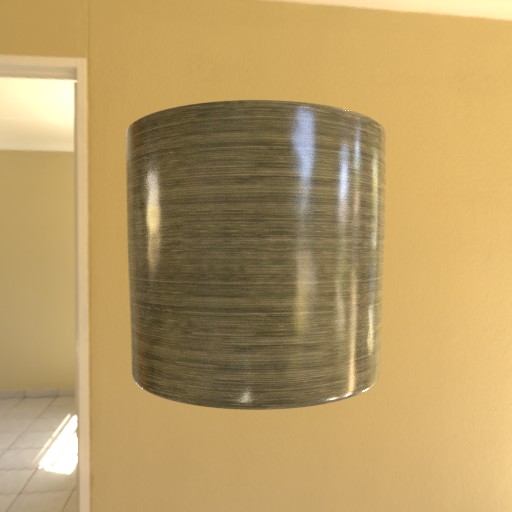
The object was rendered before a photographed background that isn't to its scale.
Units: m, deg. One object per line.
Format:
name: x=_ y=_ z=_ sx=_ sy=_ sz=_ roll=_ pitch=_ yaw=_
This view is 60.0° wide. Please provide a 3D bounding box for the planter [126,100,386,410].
planter: x=0.000 y=0.000 z=0.393 sx=0.221 sy=0.201 sz=0.221 roll=0 pitch=0 yaw=0
